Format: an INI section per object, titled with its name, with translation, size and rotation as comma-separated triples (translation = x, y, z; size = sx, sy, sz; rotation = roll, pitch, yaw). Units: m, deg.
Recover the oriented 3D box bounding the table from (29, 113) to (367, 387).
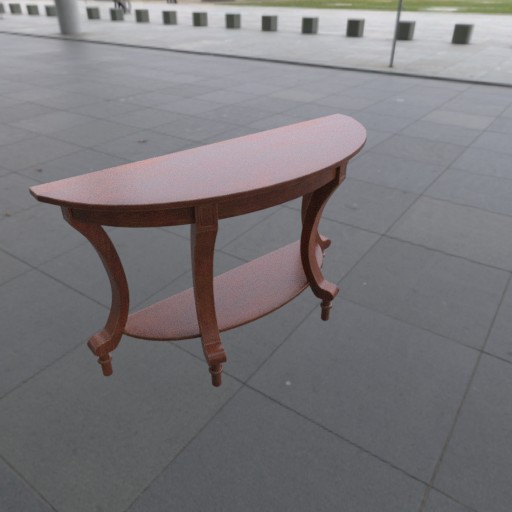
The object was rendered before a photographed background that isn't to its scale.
[table]
translation = 0.000, 0.000, 1.522
size = 1.198, 0.699, 0.394
rotation = -24, 39, -33
